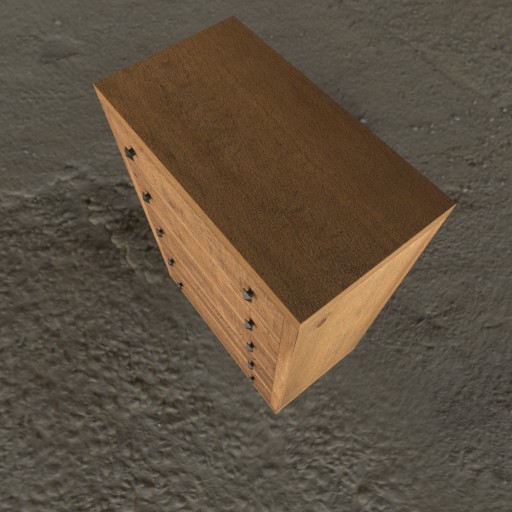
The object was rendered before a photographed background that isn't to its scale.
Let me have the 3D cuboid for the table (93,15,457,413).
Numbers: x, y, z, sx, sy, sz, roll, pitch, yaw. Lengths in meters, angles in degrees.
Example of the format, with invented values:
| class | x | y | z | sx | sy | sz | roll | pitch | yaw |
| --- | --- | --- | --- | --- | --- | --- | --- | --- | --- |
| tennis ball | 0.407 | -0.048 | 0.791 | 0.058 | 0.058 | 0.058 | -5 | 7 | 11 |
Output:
| class | x | y | z | sx | sy | sz | roll | pitch | yaw |
| --- | --- | --- | --- | --- | --- | --- | --- | --- | --- |
| table | 0.000 | 0.000 | 1.728 | 0.524 | 1.294 | 0.901 | -35 | 68 | -17 |
